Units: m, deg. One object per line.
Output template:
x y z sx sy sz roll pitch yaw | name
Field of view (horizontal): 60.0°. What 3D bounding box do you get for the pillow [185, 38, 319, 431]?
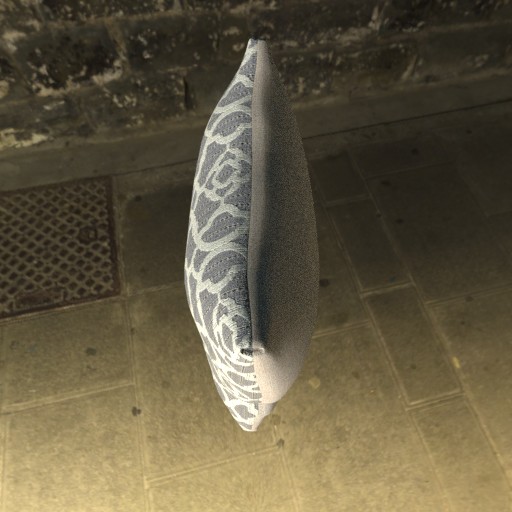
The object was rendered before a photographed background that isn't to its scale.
0.000 0.000 0.769 0.215 0.498 0.508 1 60 0 | pillow
